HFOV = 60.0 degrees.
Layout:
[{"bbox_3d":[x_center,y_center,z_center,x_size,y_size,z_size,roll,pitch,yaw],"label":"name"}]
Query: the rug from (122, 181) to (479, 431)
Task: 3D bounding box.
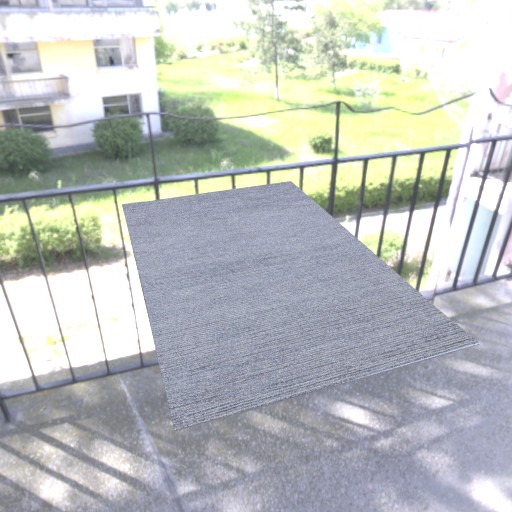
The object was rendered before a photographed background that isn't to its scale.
[{"bbox_3d":[0.000,0.000,2.222,1.159,0.021,1.789,-10,32,-17],"label":"rug"}]
